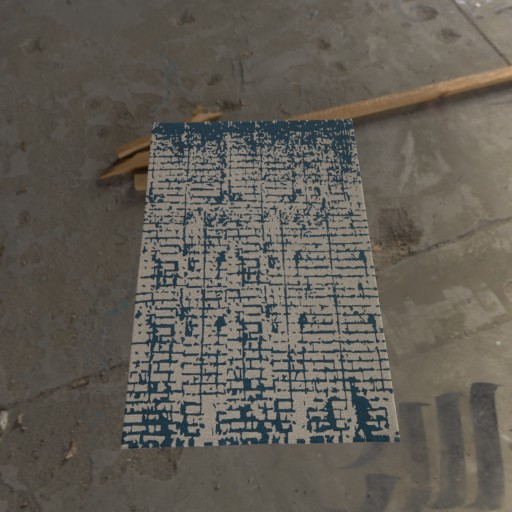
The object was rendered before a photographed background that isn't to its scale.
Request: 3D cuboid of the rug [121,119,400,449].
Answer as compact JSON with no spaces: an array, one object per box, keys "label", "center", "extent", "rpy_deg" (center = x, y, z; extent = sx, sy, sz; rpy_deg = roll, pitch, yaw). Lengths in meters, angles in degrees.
[{"label":"rug","center":[0.000,0.000,2.323],"extent":[1.220,0.007,1.828],"rpy_deg":[-1,65,-1]}]
